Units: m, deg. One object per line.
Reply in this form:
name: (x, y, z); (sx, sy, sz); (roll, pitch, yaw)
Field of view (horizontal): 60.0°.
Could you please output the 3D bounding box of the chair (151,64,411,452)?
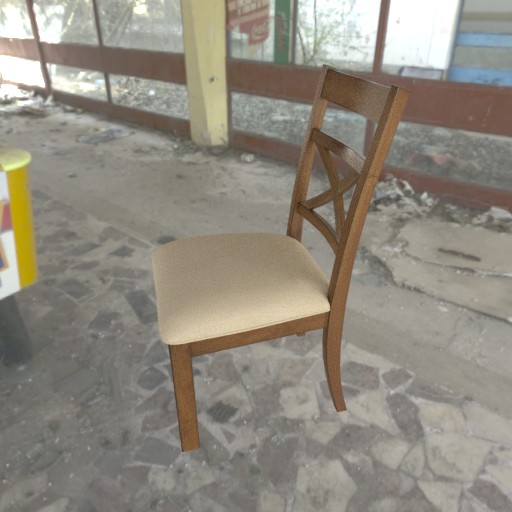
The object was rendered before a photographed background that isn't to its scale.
chair: (0.000, 0.000, 1.256); (0.581, 0.949, 0.461); (-7, 30, -13)
